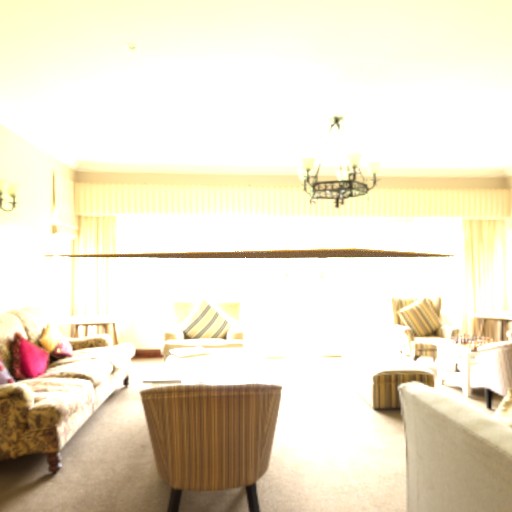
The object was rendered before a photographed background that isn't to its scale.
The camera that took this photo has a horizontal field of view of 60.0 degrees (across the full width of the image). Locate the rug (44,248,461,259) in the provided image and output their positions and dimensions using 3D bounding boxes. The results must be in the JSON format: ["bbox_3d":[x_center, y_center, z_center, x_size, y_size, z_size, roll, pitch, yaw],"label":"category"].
[{"bbox_3d":[0.000,0.000,3.985,2.945,0.014,2.353,-1,-1,37],"label":"rug"}]
